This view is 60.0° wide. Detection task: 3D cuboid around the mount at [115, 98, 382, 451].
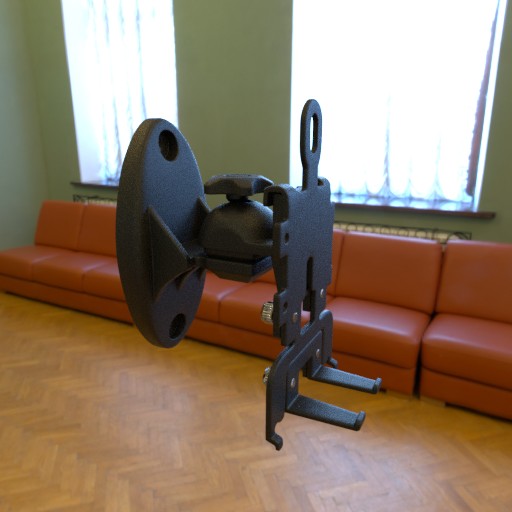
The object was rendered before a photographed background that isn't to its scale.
[{"bbox_3d":[0.000,0.000,0.178,0.100,0.118,0.066,8,17,27],"label":"mount"}]
